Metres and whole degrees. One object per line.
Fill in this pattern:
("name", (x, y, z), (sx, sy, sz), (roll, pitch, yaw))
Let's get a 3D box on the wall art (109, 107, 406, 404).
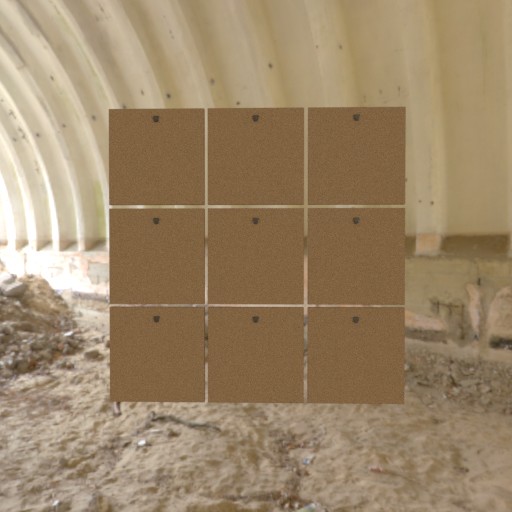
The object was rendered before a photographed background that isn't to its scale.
("wall art", (0.000, 0.000, 1.834), (1.221, 1.218, 0.024), (0, 1, 1))
